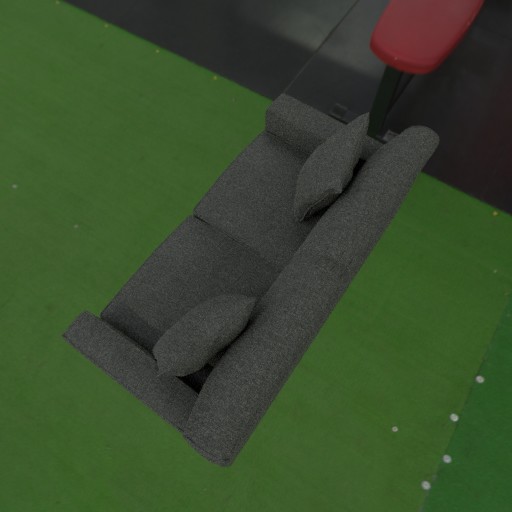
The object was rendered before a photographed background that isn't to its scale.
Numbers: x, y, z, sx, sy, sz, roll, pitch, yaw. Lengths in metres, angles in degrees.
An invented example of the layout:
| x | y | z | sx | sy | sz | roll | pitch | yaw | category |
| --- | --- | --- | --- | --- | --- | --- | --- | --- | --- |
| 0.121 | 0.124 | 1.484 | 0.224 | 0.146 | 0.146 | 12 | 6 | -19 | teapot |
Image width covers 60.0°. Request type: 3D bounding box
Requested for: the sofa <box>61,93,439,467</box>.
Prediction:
| x | y | z | sx | sy | sz | roll | pitch | yaw | category |
| --- | --- | --- | --- | --- | --- | --- | --- | --- | --- |
| 0.000 | 0.000 | 2.379 | 0.998 | 0.958 | 1.846 | 32 | 69 | 14 | sofa |
